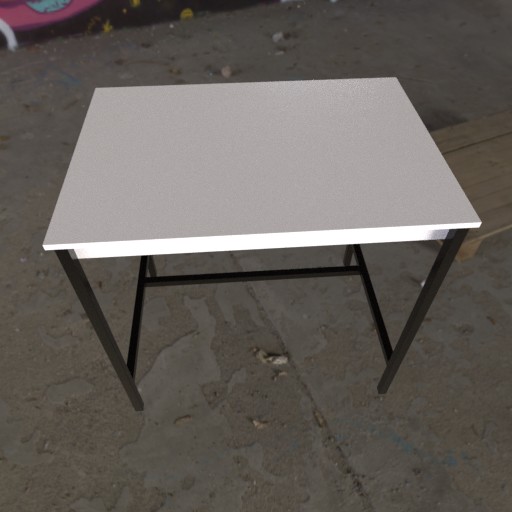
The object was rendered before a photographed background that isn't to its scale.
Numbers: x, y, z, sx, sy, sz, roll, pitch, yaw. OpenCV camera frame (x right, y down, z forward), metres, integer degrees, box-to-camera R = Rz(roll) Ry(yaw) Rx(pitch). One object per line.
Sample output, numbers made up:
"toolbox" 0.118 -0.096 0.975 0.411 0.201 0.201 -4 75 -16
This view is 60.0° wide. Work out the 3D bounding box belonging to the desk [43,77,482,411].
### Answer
"desk" 0.000 0.000 1.292 0.811 0.766 0.573 -3 48 -3
